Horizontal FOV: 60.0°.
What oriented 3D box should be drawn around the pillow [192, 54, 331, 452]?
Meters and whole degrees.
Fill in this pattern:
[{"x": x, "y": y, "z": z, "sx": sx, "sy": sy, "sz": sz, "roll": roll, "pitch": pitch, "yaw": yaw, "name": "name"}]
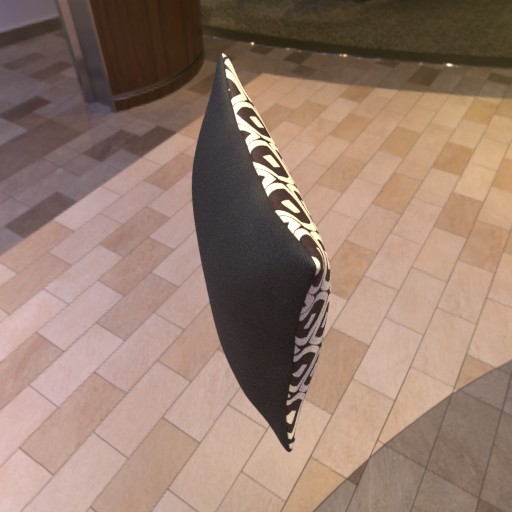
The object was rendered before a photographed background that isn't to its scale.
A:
[{"x": 0.000, "y": 0.000, "z": 0.770, "sx": 0.188, "sy": 0.494, "sz": 0.504, "roll": -10, "pitch": 47, "yaw": -9, "name": "pillow"}]
